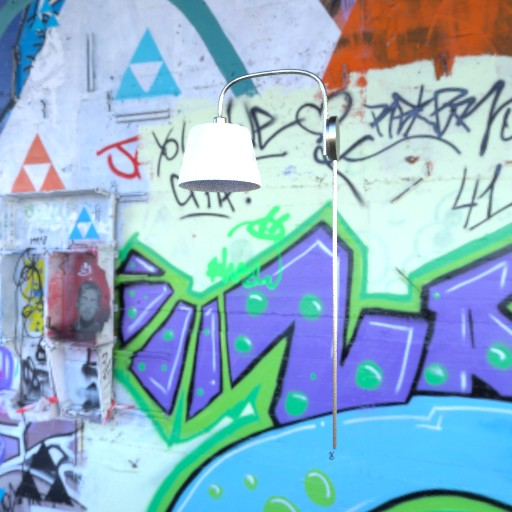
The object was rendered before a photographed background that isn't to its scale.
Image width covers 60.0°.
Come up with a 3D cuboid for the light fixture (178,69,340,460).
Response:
[{"bbox_3d":[0.000,0.000,0.483,0.176,0.399,0.092,0,0,16],"label":"light fixture"}]
